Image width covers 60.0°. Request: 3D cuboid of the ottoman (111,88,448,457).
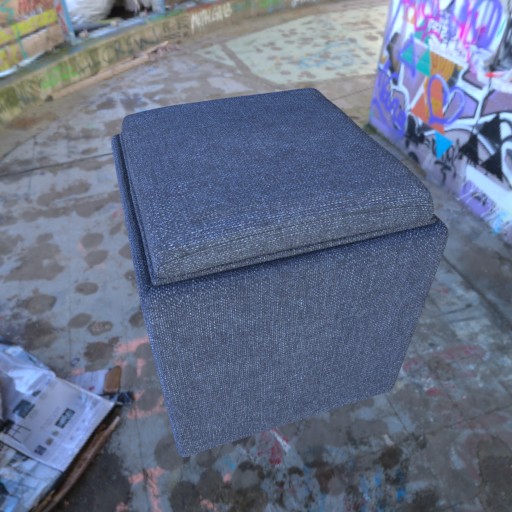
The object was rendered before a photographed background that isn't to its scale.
[{"bbox_3d":[0.000,0.000,0.843,0.436,0.493,0.454,-12,43,-14],"label":"ottoman"}]
